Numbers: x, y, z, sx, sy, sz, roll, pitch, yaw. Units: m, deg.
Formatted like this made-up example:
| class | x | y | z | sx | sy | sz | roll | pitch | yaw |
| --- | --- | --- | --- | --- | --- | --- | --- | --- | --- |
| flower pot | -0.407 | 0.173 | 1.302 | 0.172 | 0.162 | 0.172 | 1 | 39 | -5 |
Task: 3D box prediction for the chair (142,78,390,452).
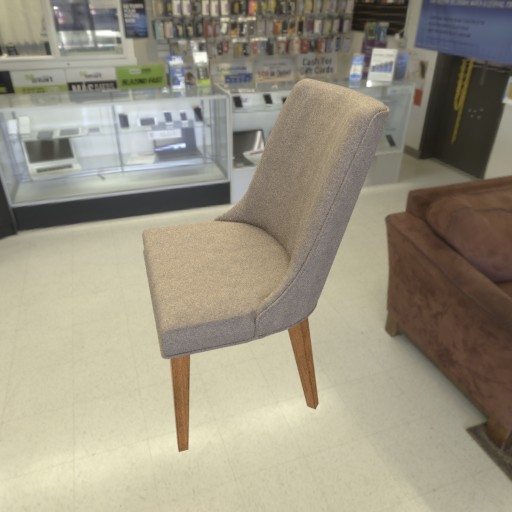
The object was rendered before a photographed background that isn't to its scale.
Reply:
| class | x | y | z | sx | sy | sz | roll | pitch | yaw |
| --- | --- | --- | --- | --- | --- | --- | --- | --- | --- |
| chair | 0.000 | 0.000 | 1.319 | 0.636 | 0.916 | 0.548 | -9 | 32 | -15 |
